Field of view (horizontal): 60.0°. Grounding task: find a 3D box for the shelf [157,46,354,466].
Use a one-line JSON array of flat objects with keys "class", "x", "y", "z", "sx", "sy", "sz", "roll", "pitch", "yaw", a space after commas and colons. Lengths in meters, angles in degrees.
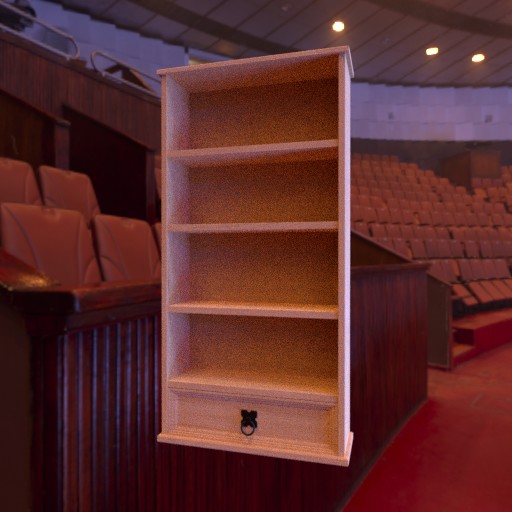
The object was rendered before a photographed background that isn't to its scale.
[{"class": "shelf", "x": 0.000, "y": 0.000, "z": 1.235, "sx": 0.520, "sy": 1.030, "sz": 0.175, "roll": 0, "pitch": 0, "yaw": 16}]
